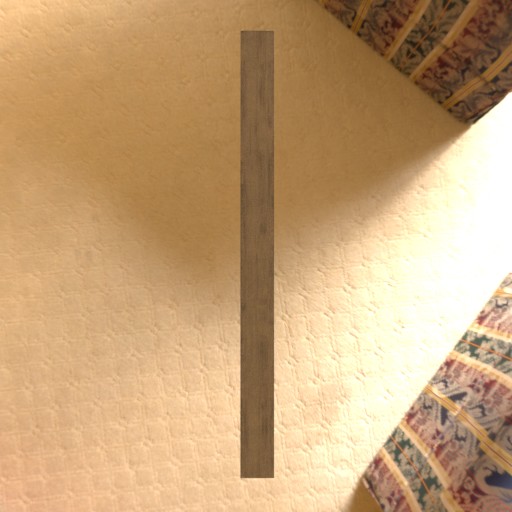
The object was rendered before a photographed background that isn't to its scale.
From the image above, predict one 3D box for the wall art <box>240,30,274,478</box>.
[{"bbox_3d":[0.000,0.000,0.757,0.038,0.508,0.508,0,89,0],"label":"wall art"}]
